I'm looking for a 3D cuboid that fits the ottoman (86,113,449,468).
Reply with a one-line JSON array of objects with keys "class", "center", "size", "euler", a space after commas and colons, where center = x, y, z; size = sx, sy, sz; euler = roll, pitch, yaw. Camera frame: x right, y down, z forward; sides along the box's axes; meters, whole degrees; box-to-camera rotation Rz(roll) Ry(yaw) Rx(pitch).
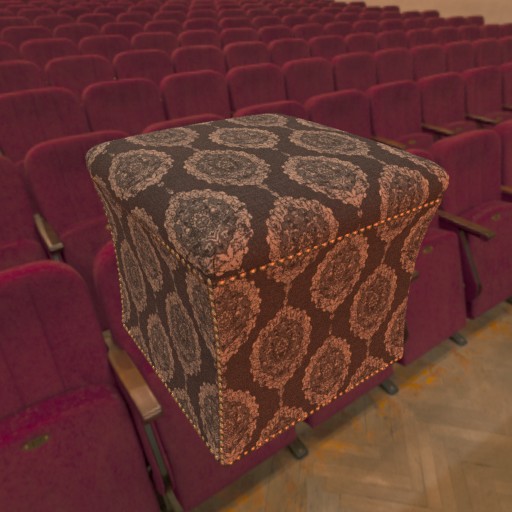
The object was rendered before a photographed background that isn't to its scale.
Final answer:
[{"class": "ottoman", "center": [0.000, 0.000, 0.910], "size": [0.497, 0.475, 0.507], "euler": [-20, 36, -30]}]
